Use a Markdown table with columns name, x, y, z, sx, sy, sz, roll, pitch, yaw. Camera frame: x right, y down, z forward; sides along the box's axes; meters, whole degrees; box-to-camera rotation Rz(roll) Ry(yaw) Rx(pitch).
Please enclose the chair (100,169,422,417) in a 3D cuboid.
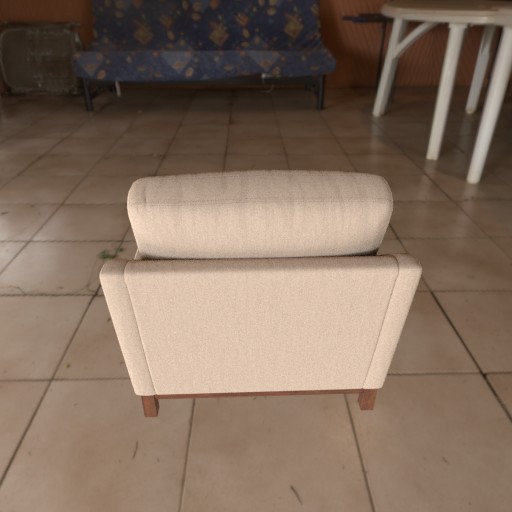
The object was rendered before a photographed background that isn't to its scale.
| name | x | y | z | sx | sy | sz | roll | pitch | yaw |
| --- | --- | --- | --- | --- | --- | --- | --- | --- | --- |
| chair | 0.000 | 0.000 | 1.745 | 0.912 | 0.916 | 1.001 | -1 | 31 | -2 |
